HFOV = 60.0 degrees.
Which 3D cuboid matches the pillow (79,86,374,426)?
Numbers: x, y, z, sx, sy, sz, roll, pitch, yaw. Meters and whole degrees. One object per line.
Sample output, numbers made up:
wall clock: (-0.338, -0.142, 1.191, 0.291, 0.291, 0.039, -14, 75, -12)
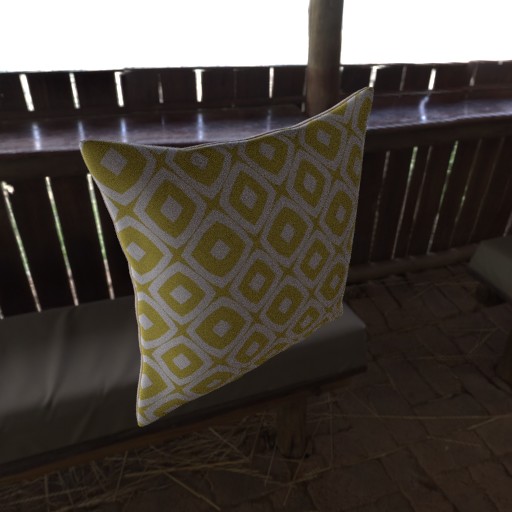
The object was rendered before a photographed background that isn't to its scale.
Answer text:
pillow: (0.000, 0.000, 0.758, 0.504, 0.494, 0.188, -22, 38, -31)
